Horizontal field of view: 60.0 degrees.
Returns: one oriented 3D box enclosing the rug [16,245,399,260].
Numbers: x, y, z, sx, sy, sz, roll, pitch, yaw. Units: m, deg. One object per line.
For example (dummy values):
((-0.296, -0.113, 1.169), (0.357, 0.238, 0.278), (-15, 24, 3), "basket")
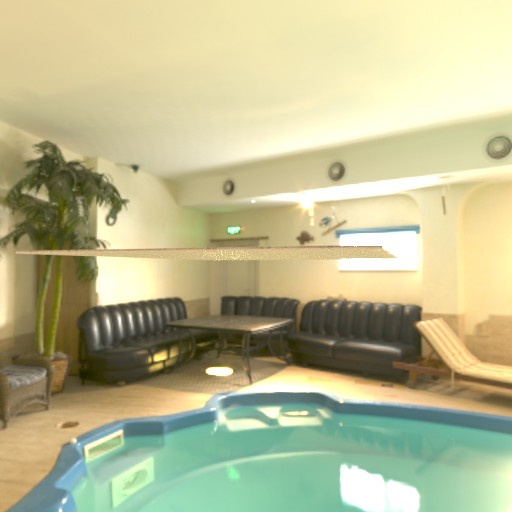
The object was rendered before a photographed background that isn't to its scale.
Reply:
((0.000, 0.000, 4.060), (2.420, 0.019, 3.038), (-1, -2, 19), "rug")
